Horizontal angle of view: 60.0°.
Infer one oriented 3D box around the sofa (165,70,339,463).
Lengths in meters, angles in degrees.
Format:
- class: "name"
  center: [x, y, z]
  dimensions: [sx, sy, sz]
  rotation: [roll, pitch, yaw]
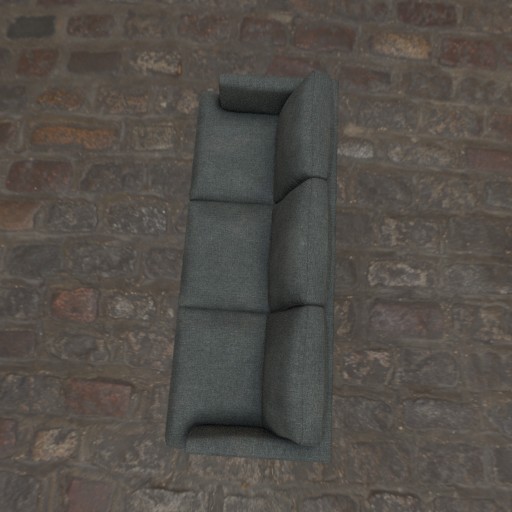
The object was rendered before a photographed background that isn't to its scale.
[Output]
- class: "sofa"
  center: [0.000, 0.000, 2.699]
  dimensions: [0.903, 0.930, 2.246]
  rotation: [3, 76, 1]
